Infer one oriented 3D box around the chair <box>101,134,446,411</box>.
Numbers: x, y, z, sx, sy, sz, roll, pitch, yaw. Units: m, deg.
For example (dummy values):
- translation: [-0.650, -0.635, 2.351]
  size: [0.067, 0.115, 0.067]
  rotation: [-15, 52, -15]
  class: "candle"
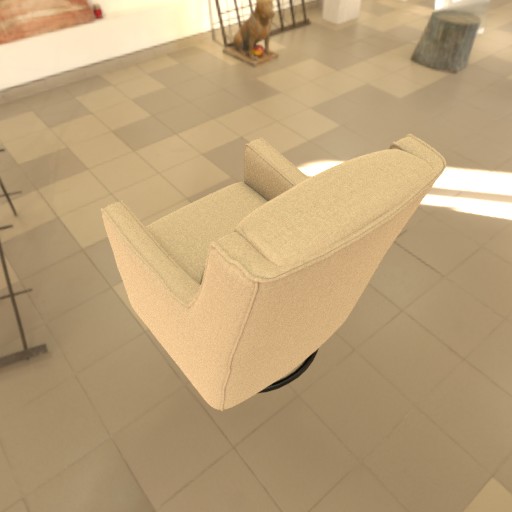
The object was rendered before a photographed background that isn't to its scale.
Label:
- translation: [0.000, 0.000, 1.559]
  size: [0.732, 0.993, 0.879]
  rotation: [-31, 54, -26]
  class: "chair"
